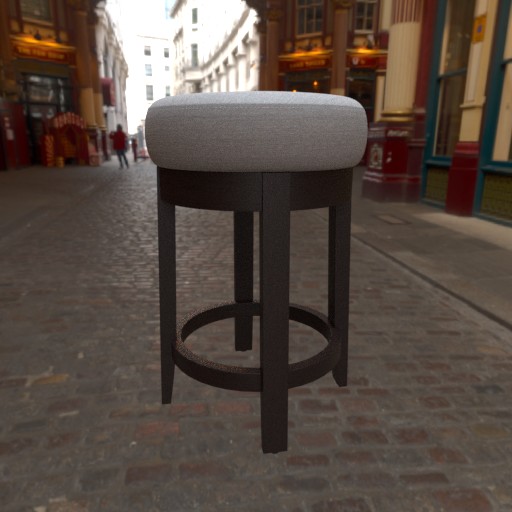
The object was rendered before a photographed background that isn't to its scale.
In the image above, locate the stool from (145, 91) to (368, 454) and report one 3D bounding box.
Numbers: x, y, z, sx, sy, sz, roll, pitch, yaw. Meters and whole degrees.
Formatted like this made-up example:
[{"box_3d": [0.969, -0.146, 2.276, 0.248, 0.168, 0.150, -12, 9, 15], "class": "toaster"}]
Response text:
[{"box_3d": [0.000, 0.000, 0.974, 0.443, 0.672, 0.443, 0, 16, 0], "class": "stool"}]
